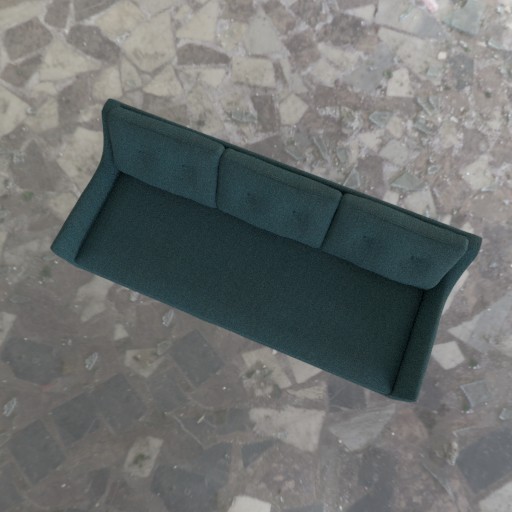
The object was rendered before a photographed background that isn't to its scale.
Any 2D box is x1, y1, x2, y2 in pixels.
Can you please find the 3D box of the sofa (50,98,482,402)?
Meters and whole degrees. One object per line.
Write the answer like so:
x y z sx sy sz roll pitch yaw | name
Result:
0.000 0.000 2.459 2.060 0.837 0.849 22 76 6 | sofa
